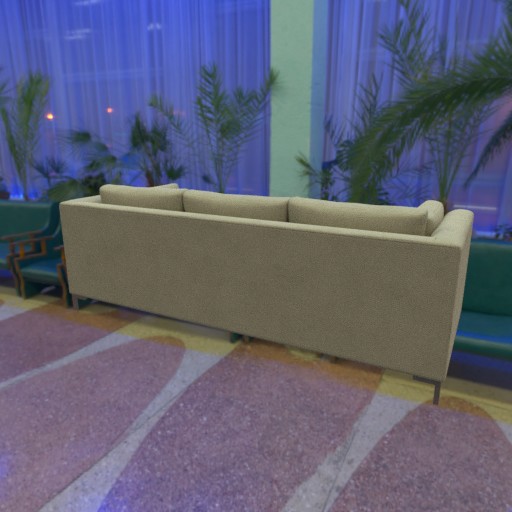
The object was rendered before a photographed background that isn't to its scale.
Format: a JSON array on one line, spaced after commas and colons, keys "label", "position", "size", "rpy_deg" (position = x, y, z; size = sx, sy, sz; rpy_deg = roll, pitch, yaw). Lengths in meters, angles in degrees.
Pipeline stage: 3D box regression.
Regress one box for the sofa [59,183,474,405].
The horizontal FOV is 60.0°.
[{"label": "sofa", "position": [0.000, 0.000, 2.841], "size": [2.415, 0.867, 0.969], "rpy_deg": [8, 18, 27]}]
